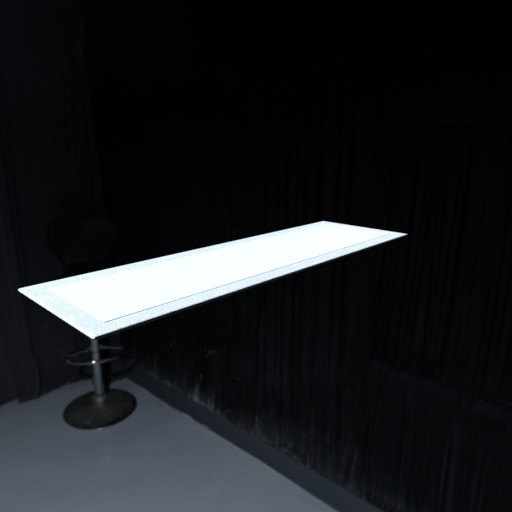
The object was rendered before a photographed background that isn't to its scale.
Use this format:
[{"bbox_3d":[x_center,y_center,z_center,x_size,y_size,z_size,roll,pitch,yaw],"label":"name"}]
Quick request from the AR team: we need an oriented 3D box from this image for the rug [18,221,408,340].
[{"bbox_3d":[0.000,0.000,2.664,0.759,0.012,2.430,14,20,42],"label":"rug"}]
